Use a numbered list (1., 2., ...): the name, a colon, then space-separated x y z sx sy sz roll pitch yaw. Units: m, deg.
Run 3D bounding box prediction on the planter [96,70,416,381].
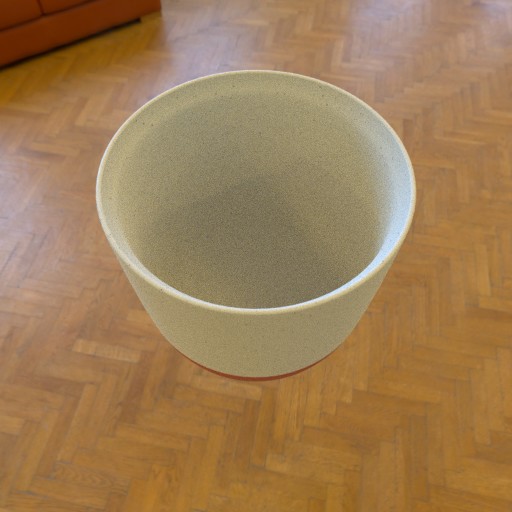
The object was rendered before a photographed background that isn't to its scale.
1. planter: 0.000 0.000 0.376 0.204 0.214 0.204 0 58 0
